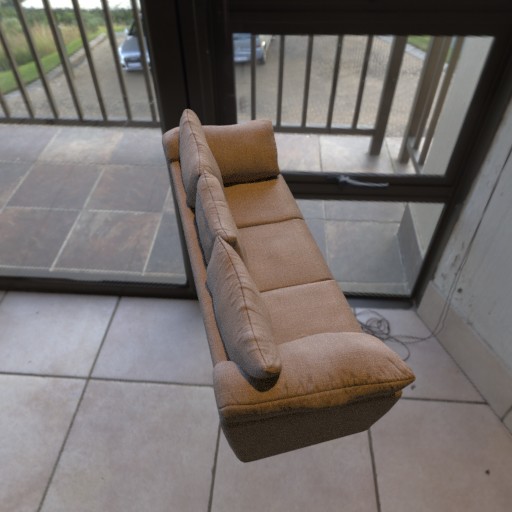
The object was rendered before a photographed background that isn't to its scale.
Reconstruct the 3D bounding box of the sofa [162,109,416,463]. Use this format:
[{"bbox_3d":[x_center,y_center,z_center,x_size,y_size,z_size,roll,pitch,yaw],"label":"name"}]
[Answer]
[{"bbox_3d":[0.000,0.000,2.800,0.878,0.996,2.334,-11,47,-10],"label":"sofa"}]
